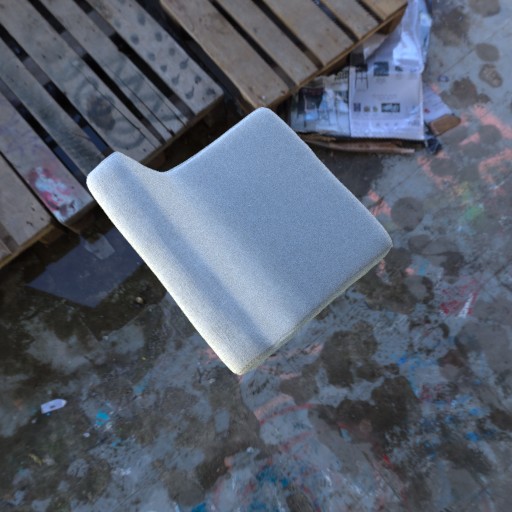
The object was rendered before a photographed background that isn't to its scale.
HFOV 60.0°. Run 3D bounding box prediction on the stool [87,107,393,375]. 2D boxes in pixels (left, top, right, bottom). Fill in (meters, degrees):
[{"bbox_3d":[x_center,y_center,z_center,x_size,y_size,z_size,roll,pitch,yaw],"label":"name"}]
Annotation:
[{"bbox_3d":[0.000,0.000,1.360,0.500,1.037,0.511,-39,80,-9],"label":"stool"}]
